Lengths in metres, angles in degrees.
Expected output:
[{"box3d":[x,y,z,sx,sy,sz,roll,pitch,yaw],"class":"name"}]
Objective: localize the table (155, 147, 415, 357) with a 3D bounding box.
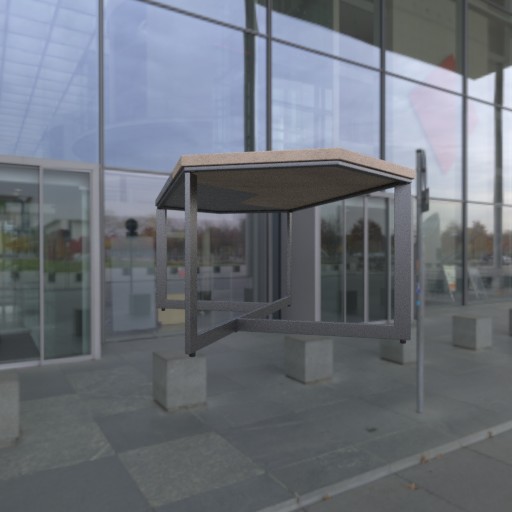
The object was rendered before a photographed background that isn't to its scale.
[{"box3d":[0.000,0.000,1.501,0.609,0.457,1.219,0,0,-16],"class":"table"}]
